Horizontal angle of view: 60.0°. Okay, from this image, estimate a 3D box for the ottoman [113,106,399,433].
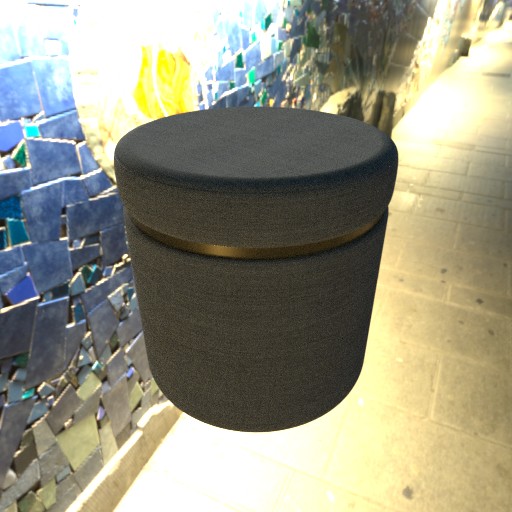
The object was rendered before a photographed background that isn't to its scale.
[{"bbox_3d":[0.000,0.000,0.735,0.400,0.406,0.400,0,31,0],"label":"ottoman"}]
